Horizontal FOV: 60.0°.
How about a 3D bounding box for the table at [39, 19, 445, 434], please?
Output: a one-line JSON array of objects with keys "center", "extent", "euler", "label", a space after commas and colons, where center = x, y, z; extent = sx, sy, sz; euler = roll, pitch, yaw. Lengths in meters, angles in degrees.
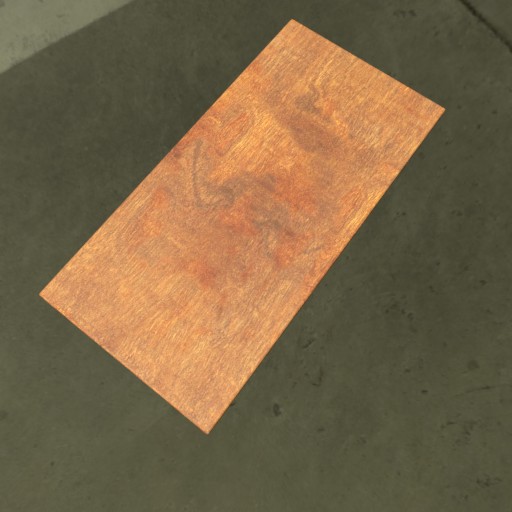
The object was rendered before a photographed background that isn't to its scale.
[{"center": [0.000, 0.000, 0.956], "extent": [0.305, 0.610, 0.610], "euler": [36, 76, 10], "label": "table"}]
